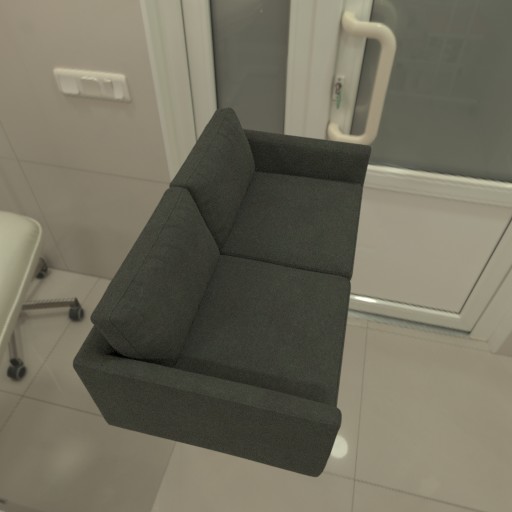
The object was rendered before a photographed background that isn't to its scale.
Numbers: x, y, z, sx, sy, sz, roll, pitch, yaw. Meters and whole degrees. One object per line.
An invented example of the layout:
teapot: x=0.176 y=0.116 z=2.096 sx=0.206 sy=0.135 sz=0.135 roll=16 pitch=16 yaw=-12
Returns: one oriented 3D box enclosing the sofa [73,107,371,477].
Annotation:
sofa: x=0.000 y=0.000 z=2.472 sx=1.091 sy=0.845 sz=1.909 roll=10 pitch=47 yaw=9
